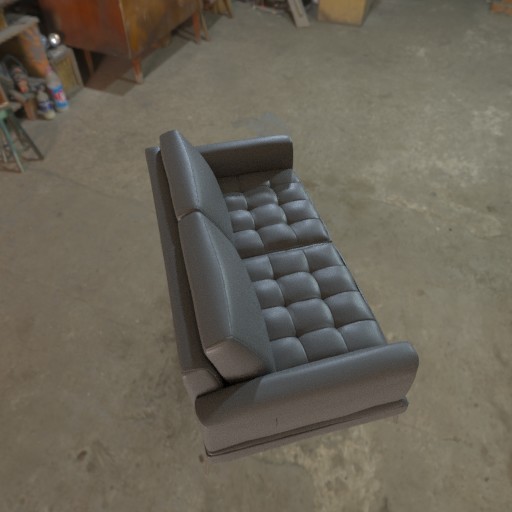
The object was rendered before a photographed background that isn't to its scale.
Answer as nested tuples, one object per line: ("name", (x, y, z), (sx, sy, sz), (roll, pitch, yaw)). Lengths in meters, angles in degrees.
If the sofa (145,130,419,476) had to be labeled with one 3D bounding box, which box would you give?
("sofa", (0.000, 0.000, 2.782), (1.121, 0.930, 2.177), (-11, 47, -10))
